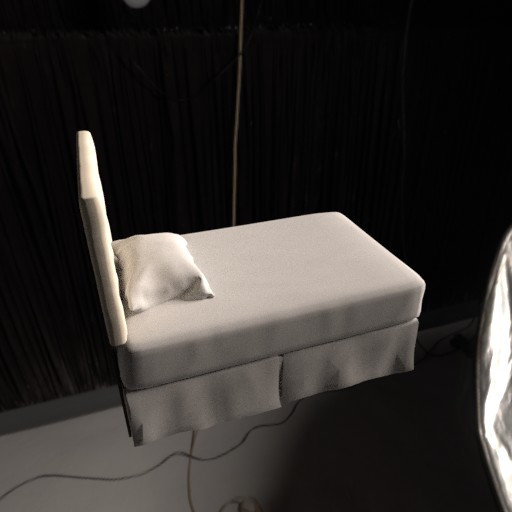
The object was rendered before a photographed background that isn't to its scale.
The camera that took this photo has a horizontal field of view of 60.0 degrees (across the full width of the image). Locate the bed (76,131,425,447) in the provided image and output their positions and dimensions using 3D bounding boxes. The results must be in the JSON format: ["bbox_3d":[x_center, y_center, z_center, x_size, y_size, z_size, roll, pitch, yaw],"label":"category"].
[{"bbox_3d":[0.000,0.000,2.970,1.997,1.571,1.261,-10,32,-17],"label":"bed"}]
